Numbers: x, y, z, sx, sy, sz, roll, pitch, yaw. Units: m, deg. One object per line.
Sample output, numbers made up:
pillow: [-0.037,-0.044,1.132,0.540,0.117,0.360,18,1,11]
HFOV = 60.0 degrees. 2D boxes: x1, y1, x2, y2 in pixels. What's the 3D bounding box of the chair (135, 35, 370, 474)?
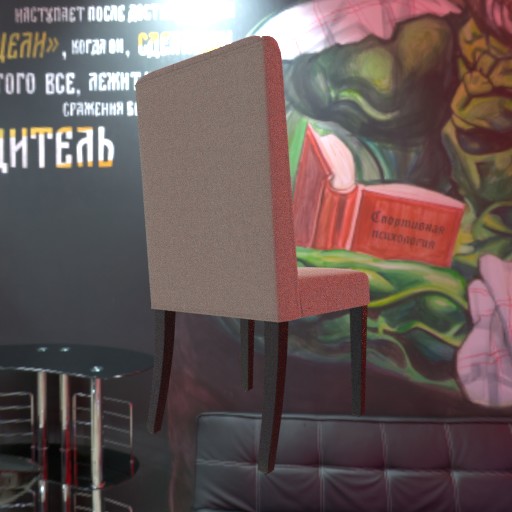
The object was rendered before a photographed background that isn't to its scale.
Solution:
chair: [0.000,0.000,1.265,0.474,0.961,0.523,0,0,36]
